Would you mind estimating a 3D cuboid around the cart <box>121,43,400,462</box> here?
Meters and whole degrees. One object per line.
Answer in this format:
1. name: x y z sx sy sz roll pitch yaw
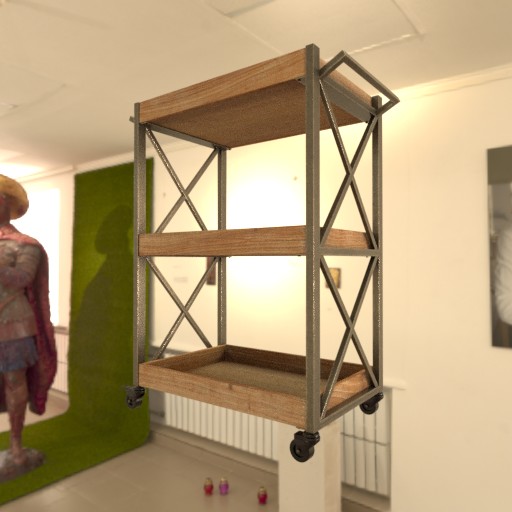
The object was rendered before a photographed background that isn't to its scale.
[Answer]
1. cart: 0.000 0.000 1.186 0.673 0.835 0.377 0 -1 37
